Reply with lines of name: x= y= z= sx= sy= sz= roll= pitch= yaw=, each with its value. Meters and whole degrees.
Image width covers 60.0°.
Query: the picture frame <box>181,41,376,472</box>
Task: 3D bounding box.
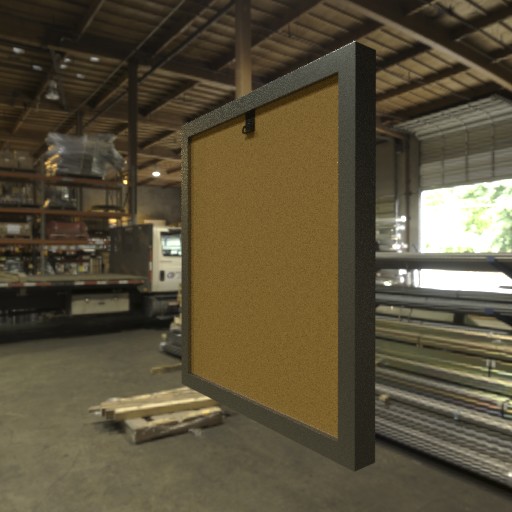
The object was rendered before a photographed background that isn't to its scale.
picture frame: x=0.000 y=0.000 z=1.352 sx=0.073 sy=0.968 sz=0.839 roll=0 pitch=1 yaw=-37
